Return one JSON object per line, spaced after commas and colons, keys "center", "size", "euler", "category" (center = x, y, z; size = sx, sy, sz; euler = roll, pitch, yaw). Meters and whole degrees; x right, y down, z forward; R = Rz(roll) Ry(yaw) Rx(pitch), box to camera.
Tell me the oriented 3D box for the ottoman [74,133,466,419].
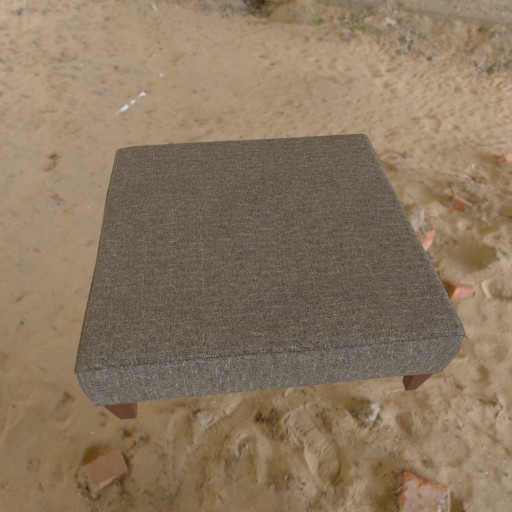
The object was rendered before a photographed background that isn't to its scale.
{"center": [0.000, 0.000, 1.540], "size": [1.016, 0.379, 0.981], "euler": [-4, 47, -4], "category": "ottoman"}
